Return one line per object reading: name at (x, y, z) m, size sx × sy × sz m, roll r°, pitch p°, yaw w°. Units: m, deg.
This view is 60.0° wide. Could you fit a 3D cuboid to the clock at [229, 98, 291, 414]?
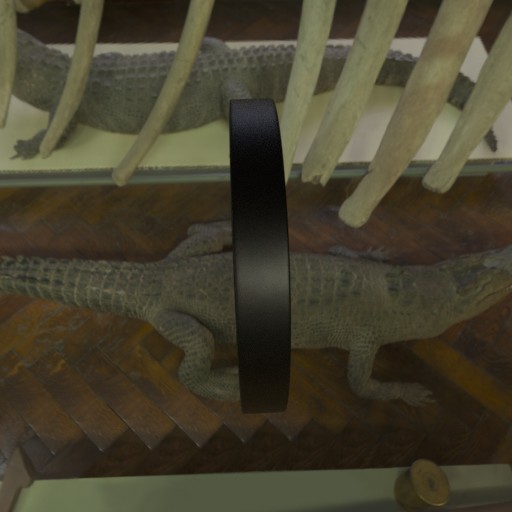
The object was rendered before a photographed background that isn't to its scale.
clock at (0.000, 0.000, 0.468) m, size 0.040 × 0.314 × 0.314 m, roll -2°, pitch 58°, yaw -1°
